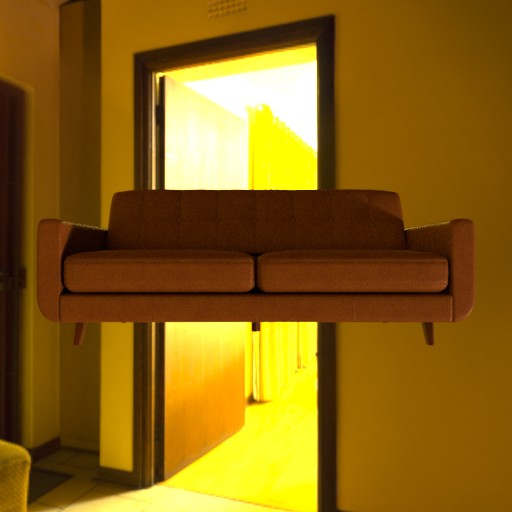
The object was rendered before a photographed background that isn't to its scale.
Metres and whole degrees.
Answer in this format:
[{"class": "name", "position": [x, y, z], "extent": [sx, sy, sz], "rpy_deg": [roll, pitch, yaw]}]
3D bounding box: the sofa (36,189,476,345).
[{"class": "sofa", "position": [0.000, 0.000, 2.620], "extent": [2.137, 0.892, 0.980], "rpy_deg": [0, -1, 0]}]
